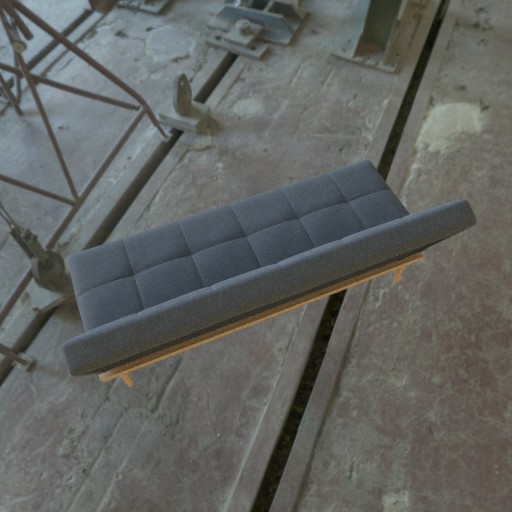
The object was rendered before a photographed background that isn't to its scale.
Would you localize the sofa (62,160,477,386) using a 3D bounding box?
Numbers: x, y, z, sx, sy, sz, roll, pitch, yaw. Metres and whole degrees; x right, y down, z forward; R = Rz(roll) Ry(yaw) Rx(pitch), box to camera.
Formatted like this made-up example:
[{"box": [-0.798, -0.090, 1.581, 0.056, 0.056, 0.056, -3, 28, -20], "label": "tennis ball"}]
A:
[{"box": [0.000, 0.000, 2.254, 1.820, 0.770, 0.820, -19, 60, -12], "label": "sofa"}]
